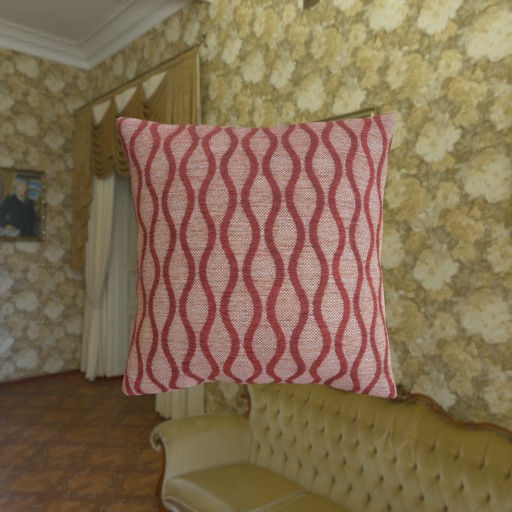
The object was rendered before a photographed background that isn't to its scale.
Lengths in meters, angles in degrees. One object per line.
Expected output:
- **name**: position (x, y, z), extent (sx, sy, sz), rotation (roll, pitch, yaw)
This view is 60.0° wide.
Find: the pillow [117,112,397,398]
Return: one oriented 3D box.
- **pillow**: position (0.000, 0.000, 0.674), extent (0.429, 0.434, 0.159), rotation (0, 1, 1)
